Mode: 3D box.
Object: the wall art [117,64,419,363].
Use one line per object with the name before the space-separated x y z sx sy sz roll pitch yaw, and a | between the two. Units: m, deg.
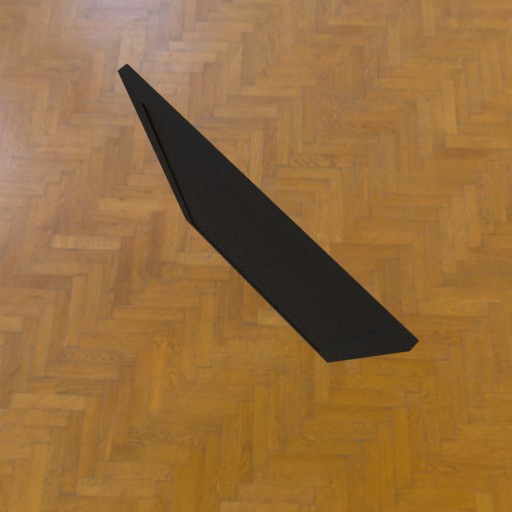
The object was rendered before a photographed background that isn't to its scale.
wall art | 0.000 0.000 0.506 0.010 0.361 0.311 -43 79 -10
